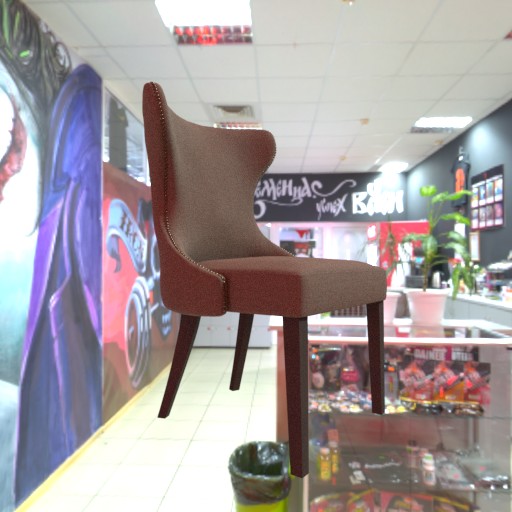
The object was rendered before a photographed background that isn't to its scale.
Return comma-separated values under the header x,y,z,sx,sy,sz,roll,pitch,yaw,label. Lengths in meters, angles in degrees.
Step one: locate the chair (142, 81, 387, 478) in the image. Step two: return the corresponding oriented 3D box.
x,y,z,sx,sy,sz,roll,pitch,yaw,label
0.000,0.000,1.345,0.635,0.967,0.628,0,-1,36,chair
